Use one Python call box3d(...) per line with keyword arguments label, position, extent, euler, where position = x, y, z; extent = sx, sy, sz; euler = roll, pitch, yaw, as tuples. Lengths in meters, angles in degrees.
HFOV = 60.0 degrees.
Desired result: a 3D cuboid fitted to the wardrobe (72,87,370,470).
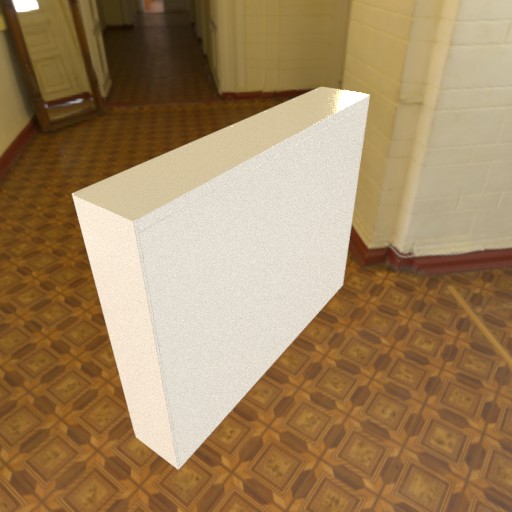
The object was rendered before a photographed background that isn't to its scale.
box3d(label="wardrobe", position=(0.000, 0.000, 4.116), extent=(0.580, 2.360, 3.000), euler=(22, 40, 29))
